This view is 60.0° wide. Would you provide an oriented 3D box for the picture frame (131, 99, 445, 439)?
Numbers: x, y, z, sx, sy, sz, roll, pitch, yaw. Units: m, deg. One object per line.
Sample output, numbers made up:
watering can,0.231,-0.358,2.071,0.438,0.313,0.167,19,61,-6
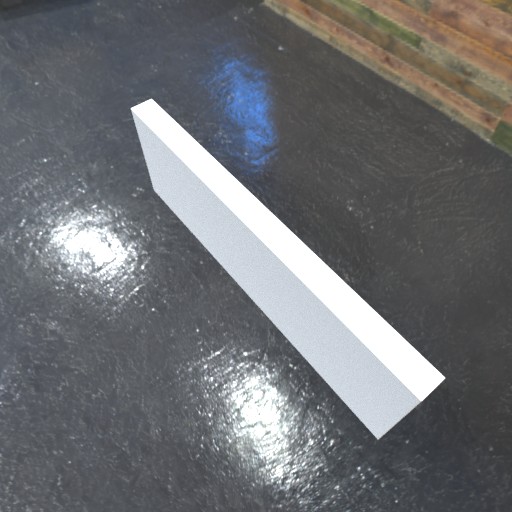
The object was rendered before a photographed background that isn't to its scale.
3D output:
picture frame,0.000,0.000,0.860,0.050,0.250,0.759,-34,63,-20
